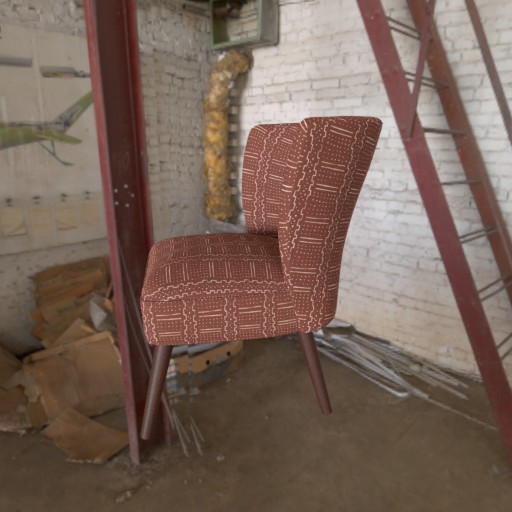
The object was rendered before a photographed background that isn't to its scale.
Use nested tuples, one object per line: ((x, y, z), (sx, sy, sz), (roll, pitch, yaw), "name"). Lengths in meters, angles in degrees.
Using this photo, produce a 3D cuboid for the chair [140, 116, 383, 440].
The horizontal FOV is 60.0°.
((0.000, 0.000, 1.452), (0.758, 0.866, 0.706), (-3, 15, -10), "chair")
